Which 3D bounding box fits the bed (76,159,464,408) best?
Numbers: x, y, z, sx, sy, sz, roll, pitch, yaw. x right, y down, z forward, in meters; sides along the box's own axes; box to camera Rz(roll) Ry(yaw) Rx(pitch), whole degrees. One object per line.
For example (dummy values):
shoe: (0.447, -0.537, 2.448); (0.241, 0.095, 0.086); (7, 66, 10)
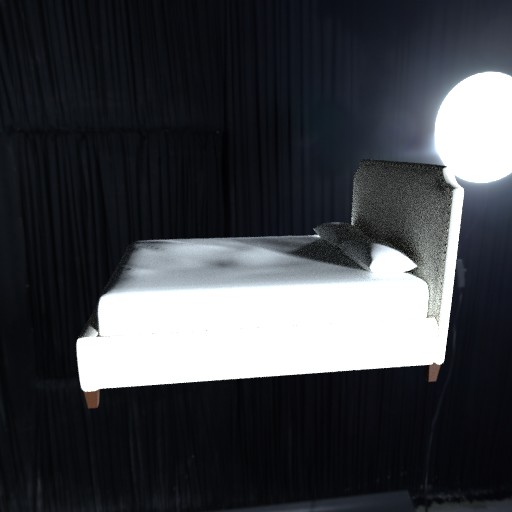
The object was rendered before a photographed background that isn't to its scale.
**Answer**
bed: (0.000, 0.000, 3.475); (2.365, 1.443, 1.712); (-2, 14, -8)
